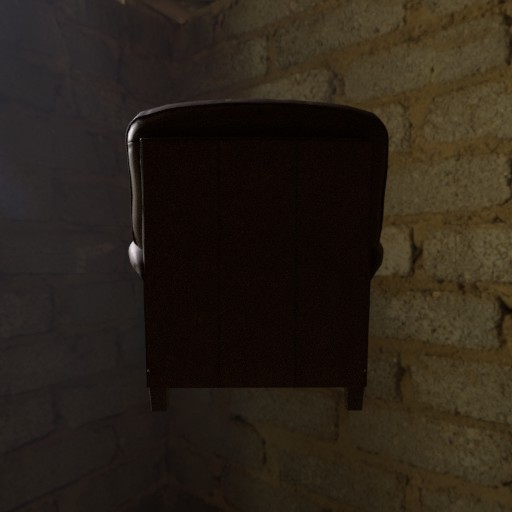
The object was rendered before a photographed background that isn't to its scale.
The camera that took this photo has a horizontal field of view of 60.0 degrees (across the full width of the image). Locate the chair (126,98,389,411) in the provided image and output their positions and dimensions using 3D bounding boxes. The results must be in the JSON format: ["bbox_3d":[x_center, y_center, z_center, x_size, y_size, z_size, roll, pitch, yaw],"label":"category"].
[{"bbox_3d":[0.000,0.000,1.766,0.936,1.018,0.986,0,0,-1],"label":"chair"}]
